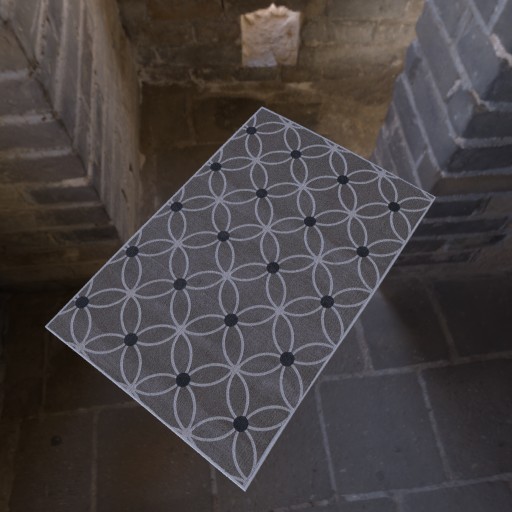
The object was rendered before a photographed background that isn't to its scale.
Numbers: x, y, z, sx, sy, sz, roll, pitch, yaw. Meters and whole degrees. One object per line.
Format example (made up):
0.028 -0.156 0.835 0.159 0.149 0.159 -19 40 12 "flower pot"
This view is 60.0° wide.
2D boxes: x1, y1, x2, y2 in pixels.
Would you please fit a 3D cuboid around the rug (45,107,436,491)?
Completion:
0.000 0.000 2.916 1.522 0.008 2.284 32 66 16 "rug"
